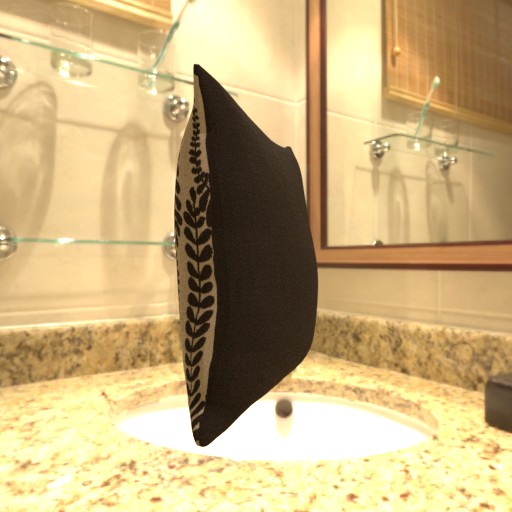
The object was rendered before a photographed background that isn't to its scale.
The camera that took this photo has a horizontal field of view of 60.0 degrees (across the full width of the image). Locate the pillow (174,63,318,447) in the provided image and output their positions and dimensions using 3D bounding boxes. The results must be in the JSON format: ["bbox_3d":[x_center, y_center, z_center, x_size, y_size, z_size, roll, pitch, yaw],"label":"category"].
[{"bbox_3d":[0.000,0.000,0.696,0.182,0.441,0.440,0,0,18],"label":"pillow"}]
